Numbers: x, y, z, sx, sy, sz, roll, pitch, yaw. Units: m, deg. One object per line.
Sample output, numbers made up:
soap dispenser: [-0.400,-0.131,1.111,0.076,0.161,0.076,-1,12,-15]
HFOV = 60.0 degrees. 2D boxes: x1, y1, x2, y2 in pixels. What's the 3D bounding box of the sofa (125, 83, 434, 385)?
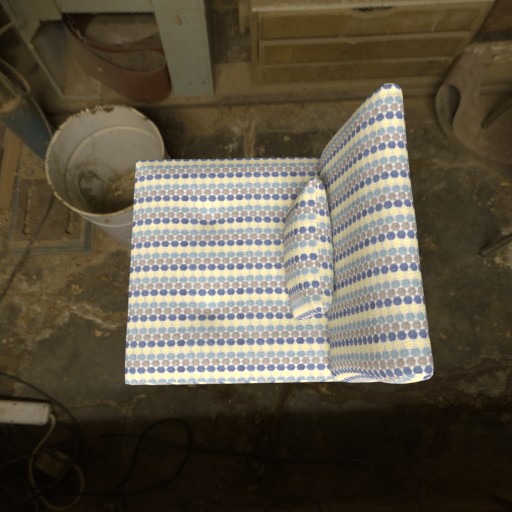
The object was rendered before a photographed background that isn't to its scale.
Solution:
sofa: [0.000,0.000,1.663,1.000,0.830,0.930,-1,75,0]
